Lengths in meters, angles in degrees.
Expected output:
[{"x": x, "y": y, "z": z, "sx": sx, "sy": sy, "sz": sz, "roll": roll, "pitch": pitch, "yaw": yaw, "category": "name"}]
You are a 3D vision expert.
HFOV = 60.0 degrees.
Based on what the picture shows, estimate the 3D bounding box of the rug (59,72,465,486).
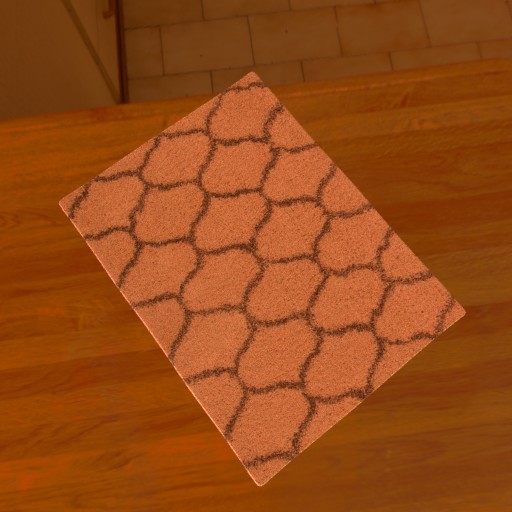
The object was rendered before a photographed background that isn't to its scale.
[{"x": 0.000, "y": 0.000, "z": 2.092, "sx": 1.200, "sy": 0.025, "sz": 1.600, "roll": -37, "pitch": 79, "yaw": -8, "category": "rug"}]
